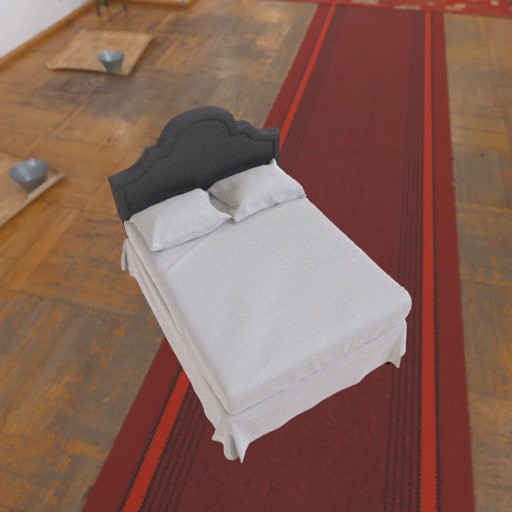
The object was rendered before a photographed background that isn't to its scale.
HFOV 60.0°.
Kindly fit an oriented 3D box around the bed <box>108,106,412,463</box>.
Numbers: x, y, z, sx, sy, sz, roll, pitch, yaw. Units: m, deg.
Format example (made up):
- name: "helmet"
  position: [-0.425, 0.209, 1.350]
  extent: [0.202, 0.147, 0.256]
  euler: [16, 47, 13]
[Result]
- name: "bed"
  position: [0.000, 0.000, 3.505]
  extent: [1.780, 1.634, 2.222]
  euler: [-23, 50, -21]
